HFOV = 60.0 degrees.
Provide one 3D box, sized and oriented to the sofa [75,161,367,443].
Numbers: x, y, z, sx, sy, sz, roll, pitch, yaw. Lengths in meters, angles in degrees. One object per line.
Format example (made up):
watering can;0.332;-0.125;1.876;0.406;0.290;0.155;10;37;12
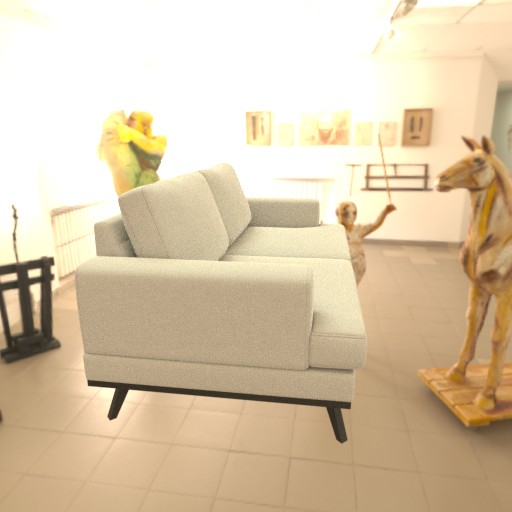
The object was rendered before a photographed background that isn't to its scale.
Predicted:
sofa;0.000;0.000;2.135;0.920;0.810;1.650;2;16;8
